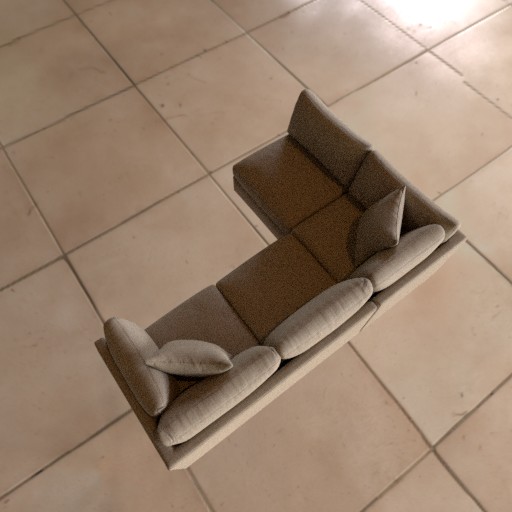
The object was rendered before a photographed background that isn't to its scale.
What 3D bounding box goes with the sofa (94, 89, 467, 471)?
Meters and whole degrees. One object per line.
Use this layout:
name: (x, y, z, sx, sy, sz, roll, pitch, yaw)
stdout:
sofa: (0.000, 0.000, 3.790, 2.896, 0.978, 1.994, -34, 68, -16)
